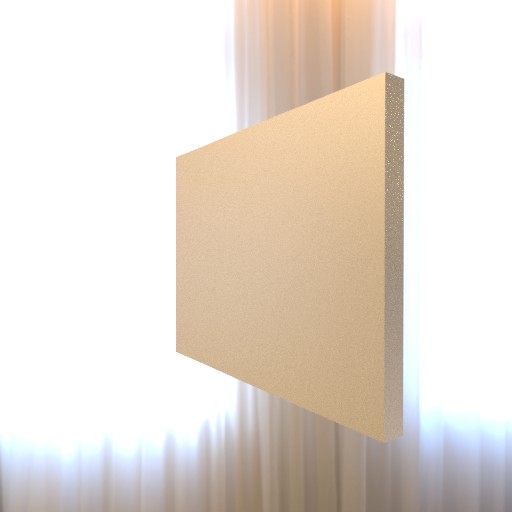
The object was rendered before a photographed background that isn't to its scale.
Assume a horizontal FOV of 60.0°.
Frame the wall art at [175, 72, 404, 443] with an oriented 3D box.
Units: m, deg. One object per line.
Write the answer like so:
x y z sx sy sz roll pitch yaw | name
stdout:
0.000 0.000 1.407 0.066 0.801 1.056 0 1 -35 | wall art
